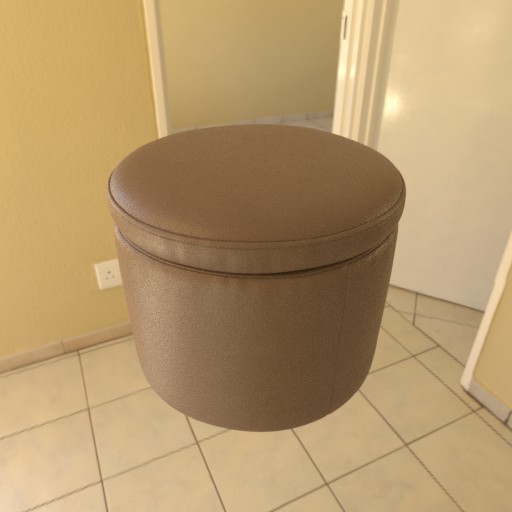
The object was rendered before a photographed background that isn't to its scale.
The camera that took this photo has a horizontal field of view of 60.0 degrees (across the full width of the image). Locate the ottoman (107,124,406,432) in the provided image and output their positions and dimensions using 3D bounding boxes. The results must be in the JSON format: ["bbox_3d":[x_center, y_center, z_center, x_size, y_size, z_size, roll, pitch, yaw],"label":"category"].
[{"bbox_3d":[0.000,0.000,0.850,0.500,0.409,0.500,0,32,0],"label":"ottoman"}]
